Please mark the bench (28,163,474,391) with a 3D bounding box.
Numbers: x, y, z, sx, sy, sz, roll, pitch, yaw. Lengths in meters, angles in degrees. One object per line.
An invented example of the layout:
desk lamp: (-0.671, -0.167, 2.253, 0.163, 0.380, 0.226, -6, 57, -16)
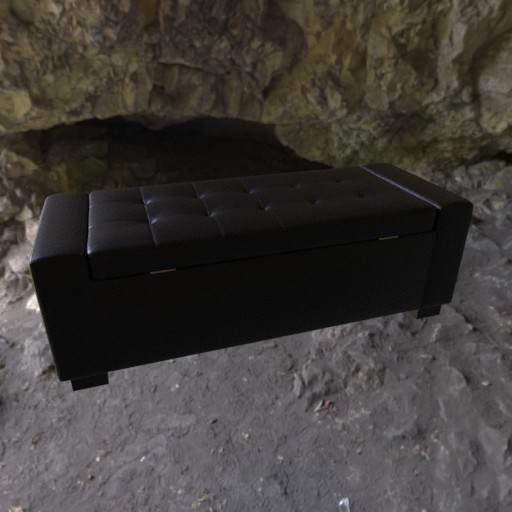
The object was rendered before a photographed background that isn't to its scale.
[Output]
bench: (0.000, 0.000, 1.520, 1.296, 0.445, 0.508, -8, 28, -16)
